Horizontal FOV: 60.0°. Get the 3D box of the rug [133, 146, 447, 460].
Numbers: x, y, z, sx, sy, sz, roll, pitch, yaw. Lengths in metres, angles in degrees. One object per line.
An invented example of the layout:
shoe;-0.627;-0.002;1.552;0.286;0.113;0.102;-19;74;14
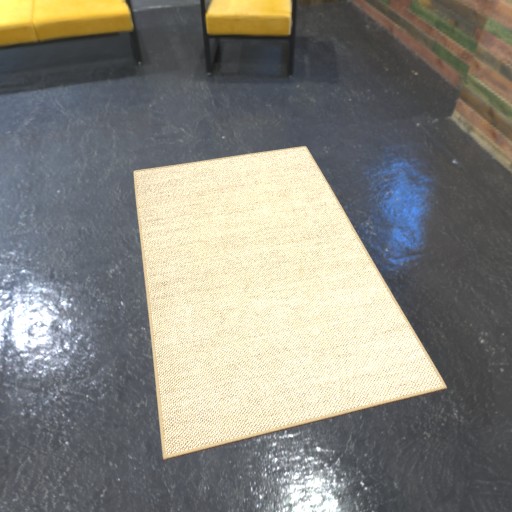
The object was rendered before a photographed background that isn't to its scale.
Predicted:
rug;0.000;0.000;2.119;1.062;0.013;1.667;-10;48;-10
